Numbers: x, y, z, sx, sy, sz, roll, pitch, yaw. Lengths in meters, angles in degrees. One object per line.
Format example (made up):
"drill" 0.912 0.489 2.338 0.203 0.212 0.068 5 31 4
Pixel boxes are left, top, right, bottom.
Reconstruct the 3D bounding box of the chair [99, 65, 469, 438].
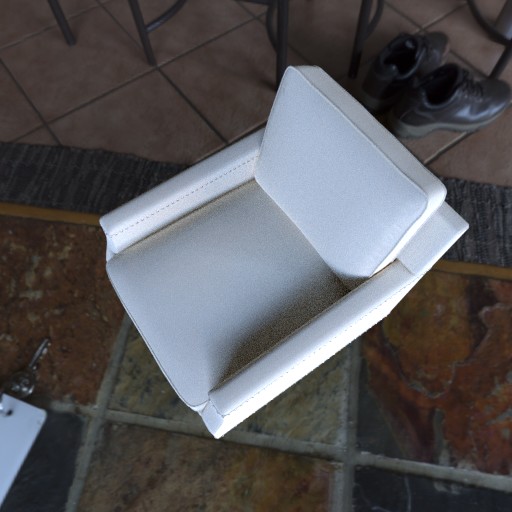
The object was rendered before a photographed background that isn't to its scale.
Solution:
"chair" 0.000 0.000 1.666 1.014 0.943 0.853 -32 68 -14
